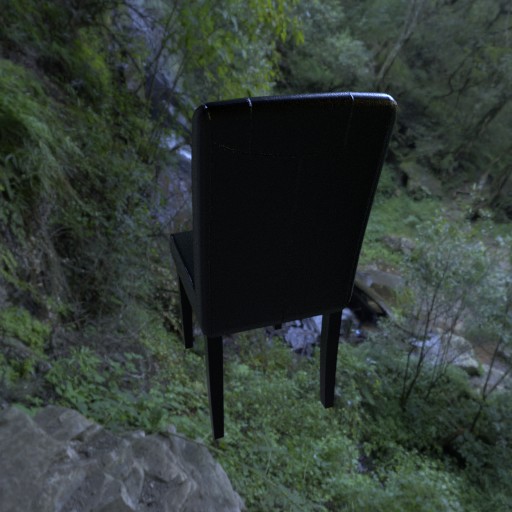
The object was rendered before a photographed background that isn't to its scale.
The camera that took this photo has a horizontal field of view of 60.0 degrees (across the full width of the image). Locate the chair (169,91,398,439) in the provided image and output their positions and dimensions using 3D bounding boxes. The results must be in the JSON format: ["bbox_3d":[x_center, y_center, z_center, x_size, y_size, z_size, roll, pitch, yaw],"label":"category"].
[{"bbox_3d":[0.000,0.000,1.212,0.399,0.897,0.556,-9,28,-17],"label":"chair"}]
